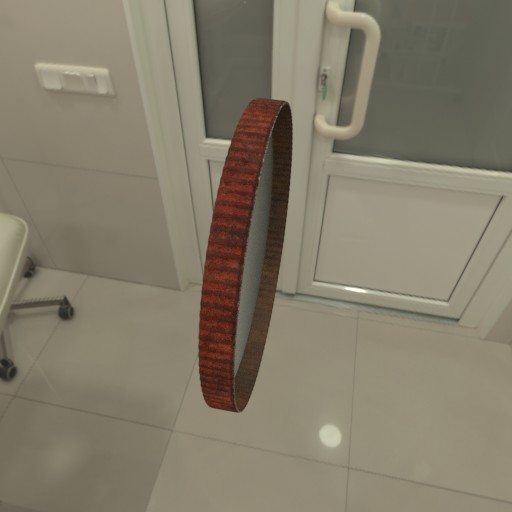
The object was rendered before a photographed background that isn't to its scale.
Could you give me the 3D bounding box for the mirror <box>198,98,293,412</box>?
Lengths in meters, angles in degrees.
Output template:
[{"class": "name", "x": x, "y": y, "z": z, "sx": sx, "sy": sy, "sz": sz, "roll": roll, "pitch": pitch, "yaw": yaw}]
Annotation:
[{"class": "mirror", "x": 0.000, "y": 0.000, "z": 0.909, "sx": 0.056, "sy": 0.609, "sz": 0.609, "roll": 9, "pitch": 48, "yaw": 8}]
